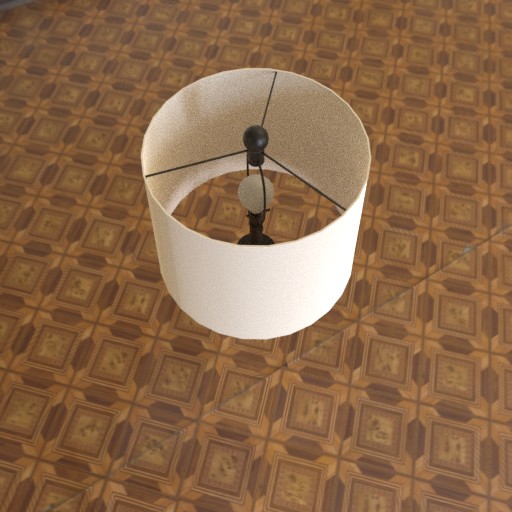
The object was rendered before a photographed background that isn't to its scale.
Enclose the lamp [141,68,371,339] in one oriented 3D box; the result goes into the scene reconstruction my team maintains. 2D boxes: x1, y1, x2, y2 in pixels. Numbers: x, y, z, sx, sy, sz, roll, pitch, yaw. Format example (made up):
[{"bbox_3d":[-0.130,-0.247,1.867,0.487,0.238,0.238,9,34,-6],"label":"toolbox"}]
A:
[{"bbox_3d":[0.000,0.000,0.833,0.349,0.667,0.349,0,63,0],"label":"lamp"}]
